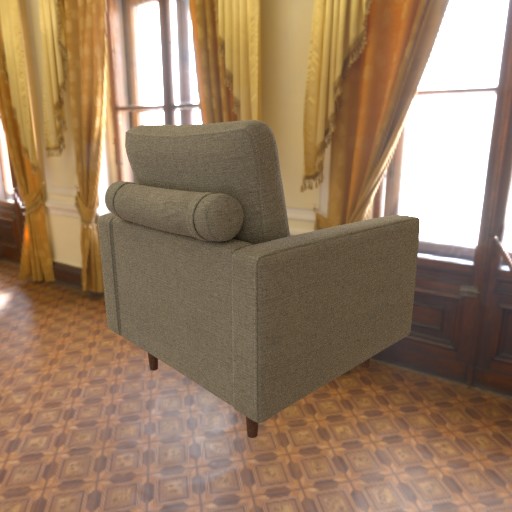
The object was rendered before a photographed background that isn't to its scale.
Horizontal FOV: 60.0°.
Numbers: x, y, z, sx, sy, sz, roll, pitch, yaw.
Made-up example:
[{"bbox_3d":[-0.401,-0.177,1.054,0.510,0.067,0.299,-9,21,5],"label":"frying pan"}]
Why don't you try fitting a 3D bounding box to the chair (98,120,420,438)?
[{"bbox_3d":[0.000,0.000,1.554,0.843,0.880,0.821,-14,20,-42],"label":"chair"}]
